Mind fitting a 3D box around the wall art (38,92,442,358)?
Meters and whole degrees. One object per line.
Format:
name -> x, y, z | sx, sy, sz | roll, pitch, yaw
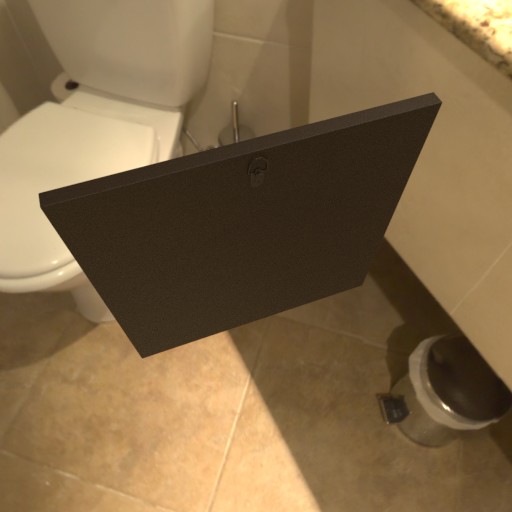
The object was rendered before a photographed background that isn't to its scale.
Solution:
wall art -> 0.000, 0.000, 1.189 | 0.805, 0.807, 0.043 | -17, 60, -10
